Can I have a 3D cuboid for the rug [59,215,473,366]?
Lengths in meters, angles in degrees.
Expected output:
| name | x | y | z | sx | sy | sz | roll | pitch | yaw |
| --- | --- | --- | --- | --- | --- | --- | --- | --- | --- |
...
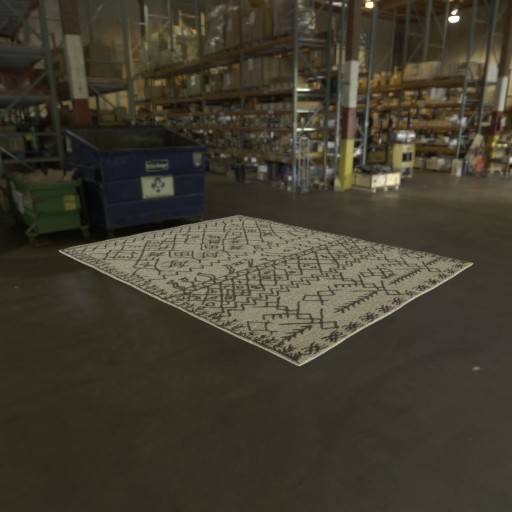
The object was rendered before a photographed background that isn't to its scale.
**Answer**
| name | x | y | z | sx | sy | sz | roll | pitch | yaw |
| --- | --- | --- | --- | --- | --- | --- | --- | --- | --- |
| rug | 0.000 | 0.000 | 3.312 | 2.455 | 0.025 | 1.964 | 16 | 23 | 42 |
